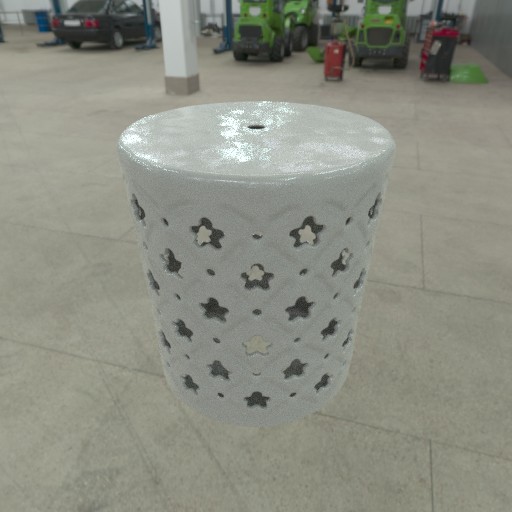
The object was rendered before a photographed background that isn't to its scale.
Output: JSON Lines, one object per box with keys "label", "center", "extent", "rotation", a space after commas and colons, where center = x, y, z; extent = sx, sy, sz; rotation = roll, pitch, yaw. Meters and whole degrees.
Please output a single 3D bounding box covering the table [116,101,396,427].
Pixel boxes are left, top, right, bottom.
{"label": "table", "center": [0.000, 0.000, 0.668], "extent": [0.352, 0.387, 0.352], "rotation": [0, 31, 0]}
